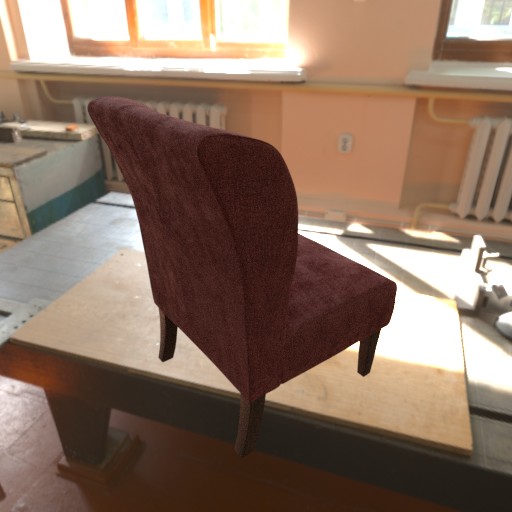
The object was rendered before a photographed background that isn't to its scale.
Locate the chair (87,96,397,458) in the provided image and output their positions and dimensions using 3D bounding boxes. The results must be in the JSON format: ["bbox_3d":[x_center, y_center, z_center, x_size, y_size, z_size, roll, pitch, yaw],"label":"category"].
[{"bbox_3d":[0.000,0.000,1.237,0.640,0.846,0.538,-19,33,-32],"label":"chair"}]
